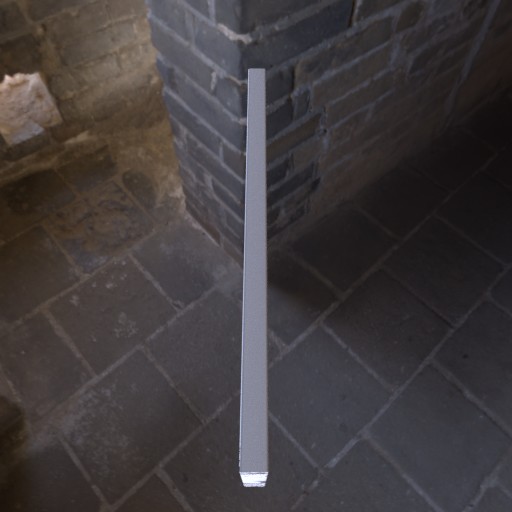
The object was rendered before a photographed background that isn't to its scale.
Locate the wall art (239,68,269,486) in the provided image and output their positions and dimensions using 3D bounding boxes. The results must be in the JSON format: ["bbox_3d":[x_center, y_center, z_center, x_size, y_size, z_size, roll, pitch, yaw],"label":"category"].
[{"bbox_3d":[0.000,0.000,0.846,0.036,0.256,0.766,0,59,0],"label":"wall art"}]
